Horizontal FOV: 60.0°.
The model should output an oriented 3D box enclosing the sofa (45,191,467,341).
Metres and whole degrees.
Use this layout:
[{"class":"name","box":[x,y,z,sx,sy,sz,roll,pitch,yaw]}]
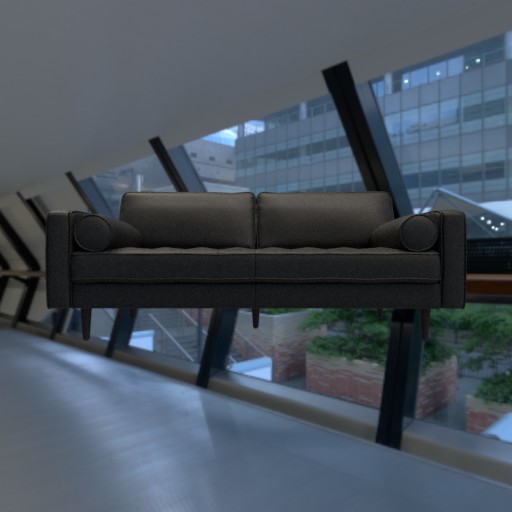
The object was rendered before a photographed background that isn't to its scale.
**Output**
[{"class":"sofa","box":[0.000,0.000,2.372,1.879,0.770,0.921,0,0,0]}]
